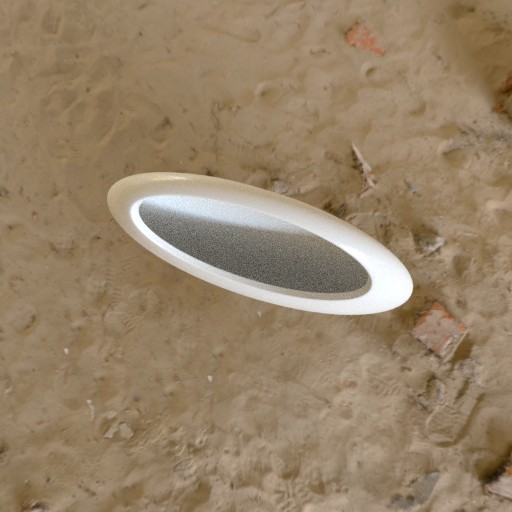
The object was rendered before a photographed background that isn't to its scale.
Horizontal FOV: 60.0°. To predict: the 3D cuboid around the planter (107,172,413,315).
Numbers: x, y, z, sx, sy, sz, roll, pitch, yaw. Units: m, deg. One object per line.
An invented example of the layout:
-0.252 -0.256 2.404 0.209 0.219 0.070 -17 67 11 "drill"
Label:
0.000 0.000 0.272 0.185 0.188 0.043 17 76 4 "planter"
